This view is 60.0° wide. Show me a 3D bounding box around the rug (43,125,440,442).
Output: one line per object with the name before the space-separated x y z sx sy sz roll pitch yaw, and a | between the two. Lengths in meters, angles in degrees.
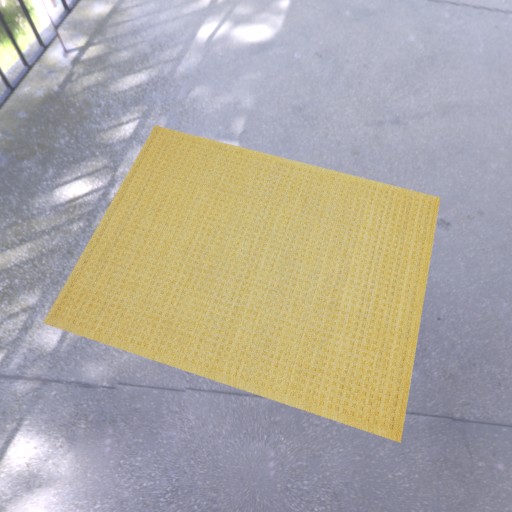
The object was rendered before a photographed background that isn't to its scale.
rug | 0.000 0.000 4.321 3.242 0.015 2.486 16 64 8
